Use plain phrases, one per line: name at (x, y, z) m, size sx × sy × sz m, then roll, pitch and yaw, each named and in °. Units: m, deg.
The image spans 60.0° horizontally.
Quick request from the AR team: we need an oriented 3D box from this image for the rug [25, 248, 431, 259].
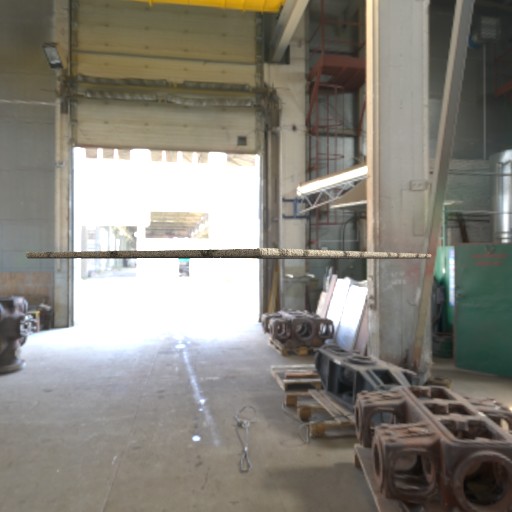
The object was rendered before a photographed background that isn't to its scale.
rug at (0.000, 0.000, 2.113) m, size 1.200 × 0.025 × 1.600 m, roll 0°, pitch -1°, yaw 36°
